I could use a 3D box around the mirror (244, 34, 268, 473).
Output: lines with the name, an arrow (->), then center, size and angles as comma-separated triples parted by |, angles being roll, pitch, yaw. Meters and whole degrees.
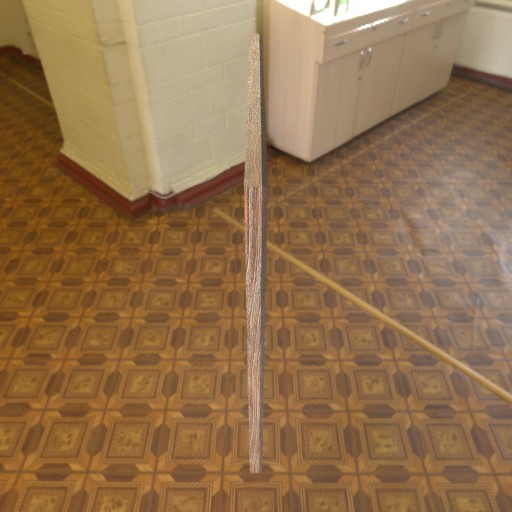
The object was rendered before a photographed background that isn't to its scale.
mirror -> 0.000, 0.000, 1.156 | 0.032, 0.882, 0.730 | 0, 41, 0
